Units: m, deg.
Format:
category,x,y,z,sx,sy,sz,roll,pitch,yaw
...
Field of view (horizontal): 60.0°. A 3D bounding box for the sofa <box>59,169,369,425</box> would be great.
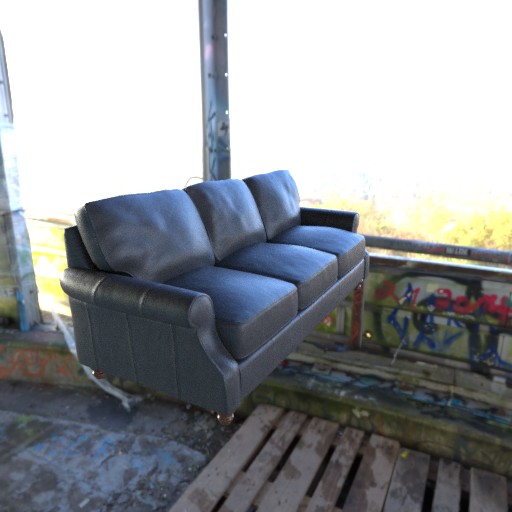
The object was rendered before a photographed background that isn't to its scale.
category,x,y,z,sx,sy,sz,roll,pitch,yaw
sofa,0.000,0.000,2.921,0.974,0.977,2.387,8,18,28
